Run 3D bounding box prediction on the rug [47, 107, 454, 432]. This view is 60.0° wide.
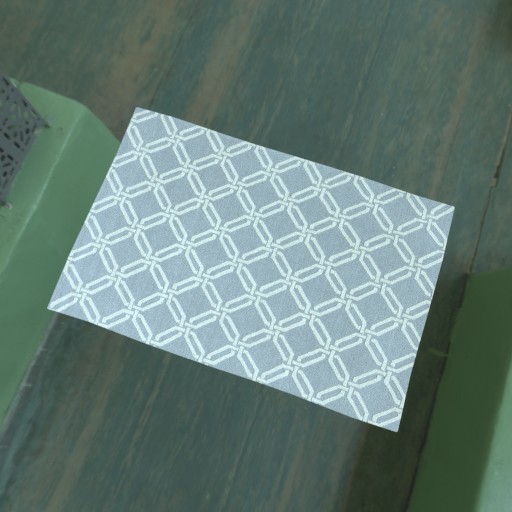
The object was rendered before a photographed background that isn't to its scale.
[{"bbox_3d":[0.000,0.000,2.190,1.754,0.010,1.148,18,78,4],"label":"rug"}]
